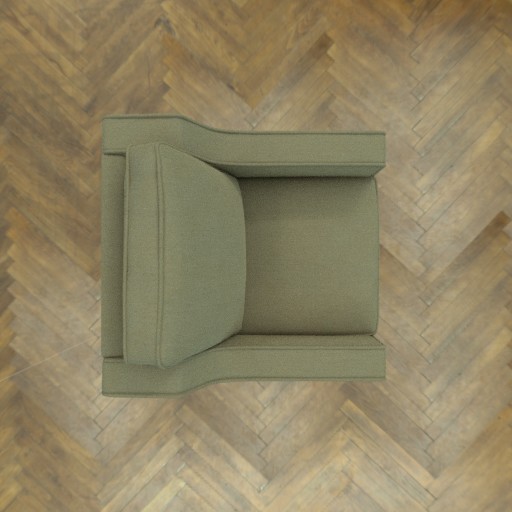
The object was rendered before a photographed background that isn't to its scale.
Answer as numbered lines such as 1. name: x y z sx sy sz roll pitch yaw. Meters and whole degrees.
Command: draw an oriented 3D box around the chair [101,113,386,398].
1. chair: 0.000 0.000 1.634 0.909 0.960 0.831 0 90 1
